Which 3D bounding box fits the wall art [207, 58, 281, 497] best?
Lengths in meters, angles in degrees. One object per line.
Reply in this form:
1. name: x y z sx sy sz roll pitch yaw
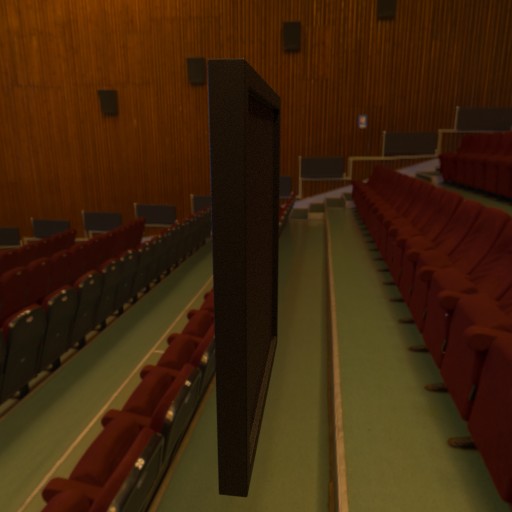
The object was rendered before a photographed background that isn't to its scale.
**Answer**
1. wall art: 0.000 0.000 0.524 0.028 0.381 0.328 2 15 7
